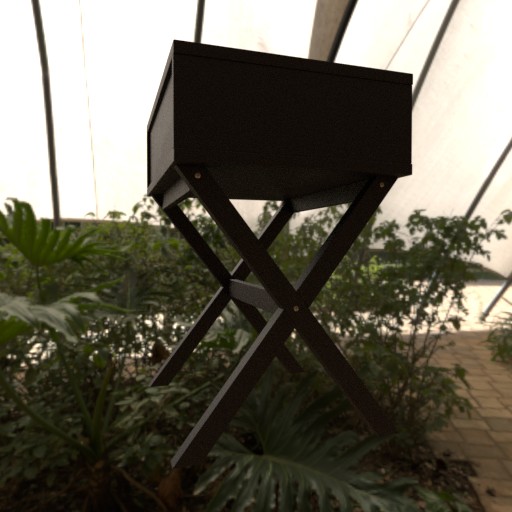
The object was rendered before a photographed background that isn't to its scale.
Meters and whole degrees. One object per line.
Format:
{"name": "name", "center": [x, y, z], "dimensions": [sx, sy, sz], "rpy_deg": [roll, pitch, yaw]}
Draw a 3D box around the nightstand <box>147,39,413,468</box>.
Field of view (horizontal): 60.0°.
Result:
{"name": "nightstand", "center": [0.000, 0.000, 0.919], "dimensions": [0.402, 0.623, 0.479], "rpy_deg": [0, 1, -18]}
